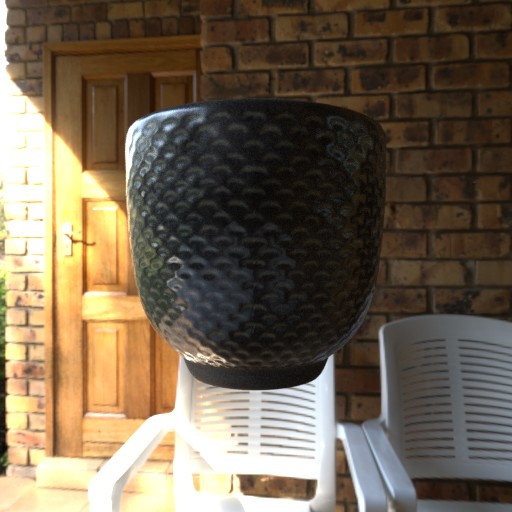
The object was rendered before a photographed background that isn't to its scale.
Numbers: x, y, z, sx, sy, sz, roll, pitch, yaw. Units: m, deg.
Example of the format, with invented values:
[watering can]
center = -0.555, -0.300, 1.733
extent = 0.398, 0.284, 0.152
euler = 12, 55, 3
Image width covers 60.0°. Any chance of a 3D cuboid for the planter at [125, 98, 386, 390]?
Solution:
[planter]
center = 0.000, 0.000, 0.305
extent = 0.172, 0.160, 0.172
euler = 0, 1, 0
